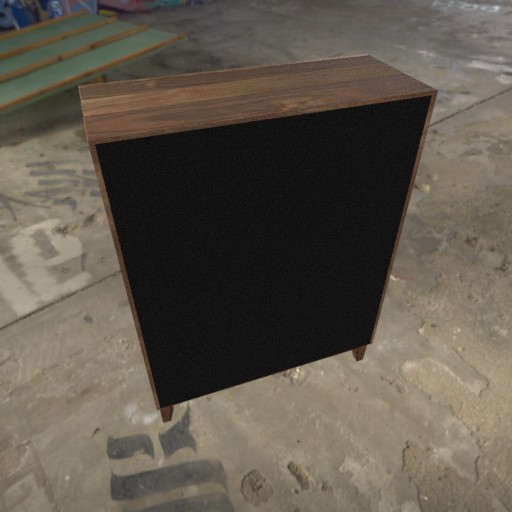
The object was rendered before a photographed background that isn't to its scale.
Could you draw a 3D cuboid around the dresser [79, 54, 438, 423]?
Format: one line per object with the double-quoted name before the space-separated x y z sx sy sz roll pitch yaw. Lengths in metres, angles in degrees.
"dresser" 0.000 0.000 1.856 1.062 1.393 0.442 -13 41 -15
